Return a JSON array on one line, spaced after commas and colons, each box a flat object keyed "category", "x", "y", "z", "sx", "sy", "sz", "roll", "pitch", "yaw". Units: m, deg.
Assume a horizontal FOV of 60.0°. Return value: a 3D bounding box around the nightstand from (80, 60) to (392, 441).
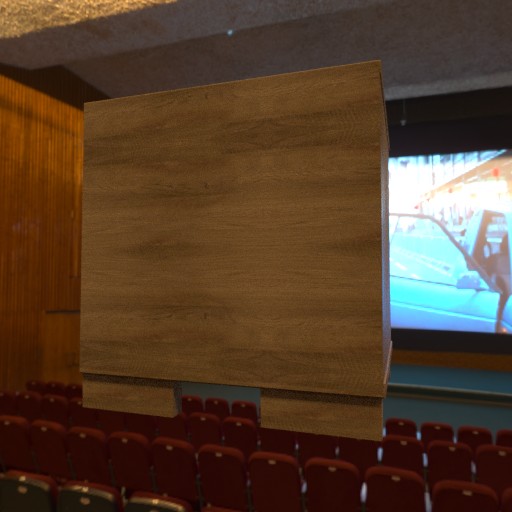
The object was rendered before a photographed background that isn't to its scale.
[{"category": "nightstand", "x": 0.000, "y": 0.000, "z": 0.746, "sx": 0.427, "sy": 0.448, "sz": 0.347, "roll": -1, "pitch": -3, "yaw": 18}]
